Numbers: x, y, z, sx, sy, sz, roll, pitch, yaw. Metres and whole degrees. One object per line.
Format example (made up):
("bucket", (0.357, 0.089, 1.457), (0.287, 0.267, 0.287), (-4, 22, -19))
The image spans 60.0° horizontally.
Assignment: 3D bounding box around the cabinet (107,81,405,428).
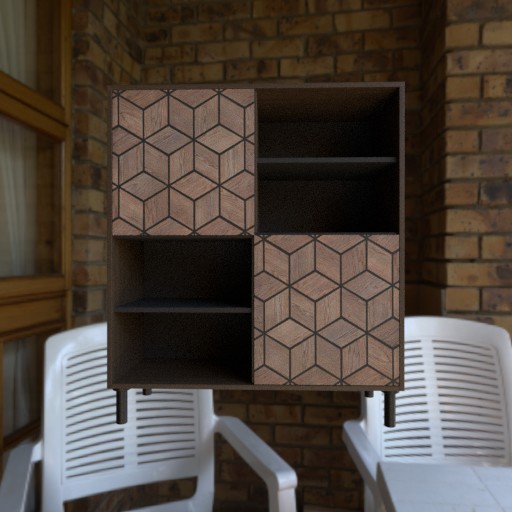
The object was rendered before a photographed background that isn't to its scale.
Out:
("cabinet", (0.000, 0.000, 1.702), (1.010, 1.170, 0.400), (0, 0, 2))
